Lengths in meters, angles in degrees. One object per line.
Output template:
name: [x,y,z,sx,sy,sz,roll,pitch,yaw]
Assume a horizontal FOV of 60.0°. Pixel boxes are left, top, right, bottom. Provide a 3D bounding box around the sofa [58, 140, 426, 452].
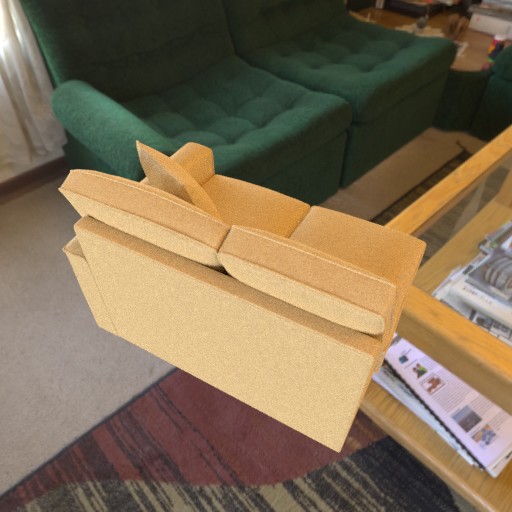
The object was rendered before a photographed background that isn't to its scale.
sofa: [0.000,0.000,2.073,1.388,0.989,0.991,22,50,20]
